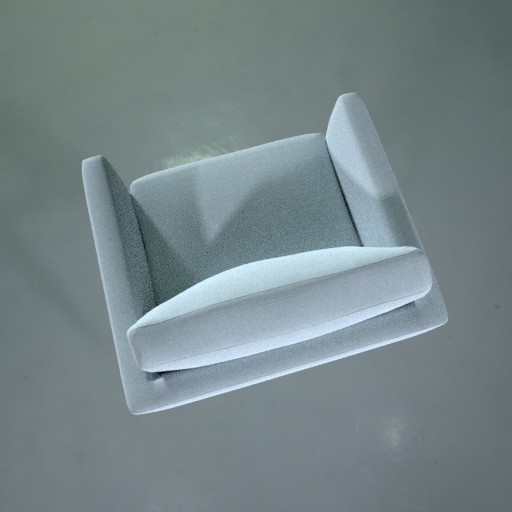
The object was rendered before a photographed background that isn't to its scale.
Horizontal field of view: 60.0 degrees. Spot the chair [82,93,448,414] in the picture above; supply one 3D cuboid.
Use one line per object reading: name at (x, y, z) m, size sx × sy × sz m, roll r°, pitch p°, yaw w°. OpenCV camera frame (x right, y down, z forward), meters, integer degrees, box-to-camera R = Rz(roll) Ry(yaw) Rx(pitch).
chair at (0.000, 0.000, 1.794) m, size 1.107 × 0.961 × 0.953 m, roll -15°, pitch 75°, yaw -4°
